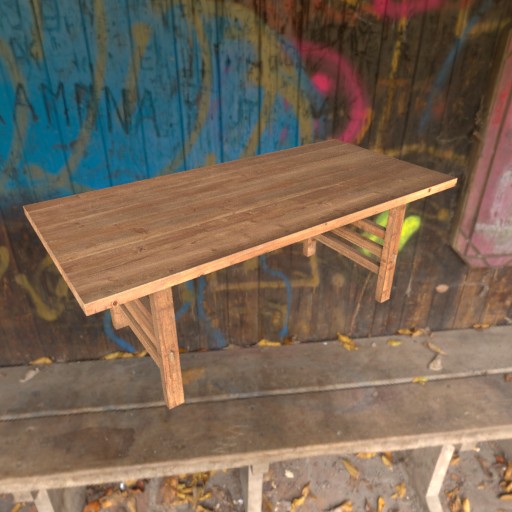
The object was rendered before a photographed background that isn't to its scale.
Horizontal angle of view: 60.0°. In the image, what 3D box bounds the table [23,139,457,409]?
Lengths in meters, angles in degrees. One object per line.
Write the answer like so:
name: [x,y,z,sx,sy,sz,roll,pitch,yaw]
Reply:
table: [0.000,0.000,2.430,2.003,0.760,0.952,-19,35,-30]
